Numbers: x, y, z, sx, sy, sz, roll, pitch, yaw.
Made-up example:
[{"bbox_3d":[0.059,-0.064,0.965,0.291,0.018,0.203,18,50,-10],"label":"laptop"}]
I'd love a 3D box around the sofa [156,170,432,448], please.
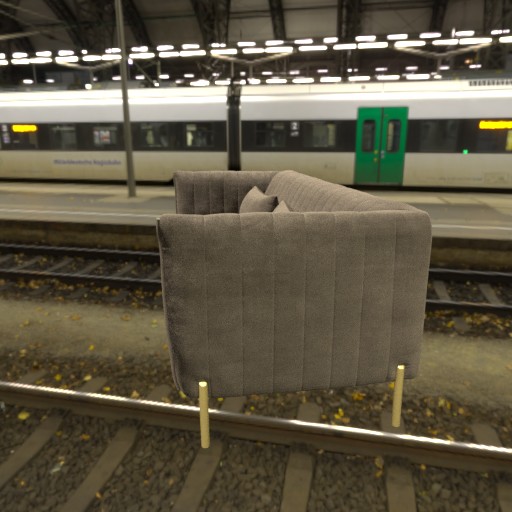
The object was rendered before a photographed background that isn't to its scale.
[{"bbox_3d":[0.000,0.000,2.339,0.876,0.780,1.980,-2,15,-8],"label":"sofa"}]
